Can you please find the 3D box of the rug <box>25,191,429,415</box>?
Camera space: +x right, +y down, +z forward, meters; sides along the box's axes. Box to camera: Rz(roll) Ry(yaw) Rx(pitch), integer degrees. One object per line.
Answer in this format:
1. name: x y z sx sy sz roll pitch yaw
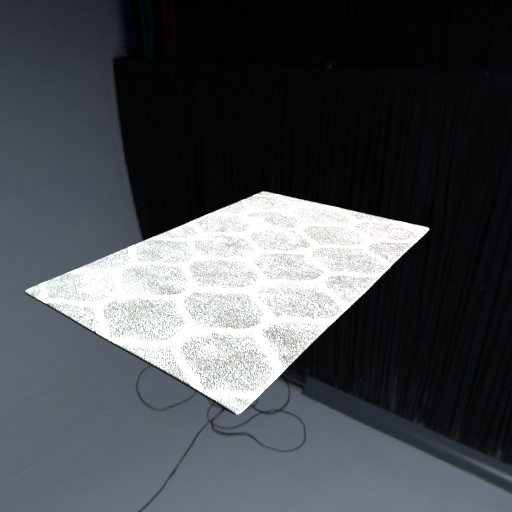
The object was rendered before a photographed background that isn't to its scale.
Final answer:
1. rug: 0.000 0.000 3.398 1.801 0.026 2.701 18 31 32
